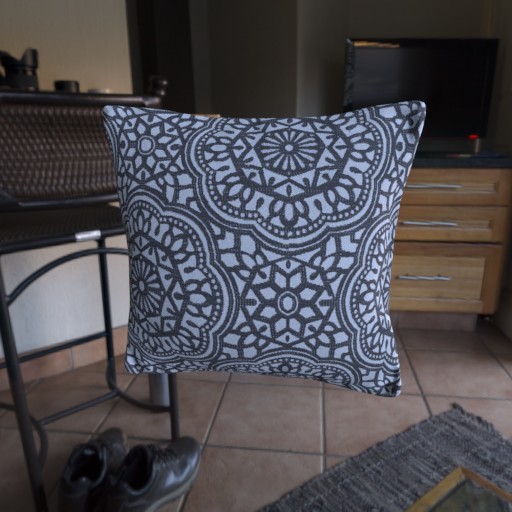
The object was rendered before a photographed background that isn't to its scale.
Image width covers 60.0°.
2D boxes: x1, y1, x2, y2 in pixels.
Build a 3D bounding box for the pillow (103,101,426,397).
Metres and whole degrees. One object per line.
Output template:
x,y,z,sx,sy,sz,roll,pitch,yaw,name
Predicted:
0.000,0.000,0.637,0.436,0.417,0.148,2,15,9,pillow
